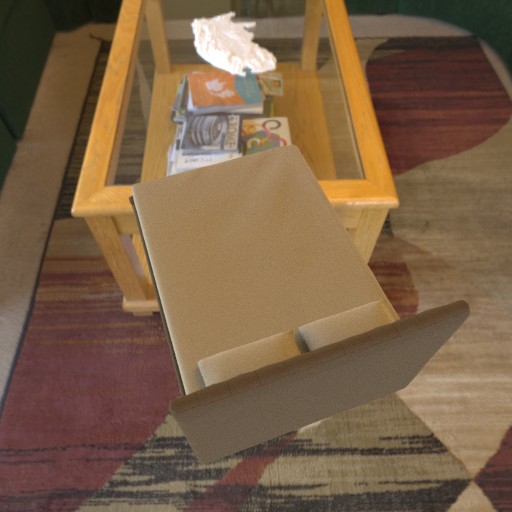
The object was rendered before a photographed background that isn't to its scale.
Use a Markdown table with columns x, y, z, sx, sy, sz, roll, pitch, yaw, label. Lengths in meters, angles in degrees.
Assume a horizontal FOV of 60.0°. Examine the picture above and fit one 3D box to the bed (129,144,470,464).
| x | y | z | sx | sy | sz | roll | pitch | yaw | label |
| --- | --- | --- | --- | --- | --- | --- | --- | --- | --- |
| 0.000 | 0.000 | 3.444 | 1.698 | 1.427 | 2.387 | -17 | 58 | -11 | bed |
